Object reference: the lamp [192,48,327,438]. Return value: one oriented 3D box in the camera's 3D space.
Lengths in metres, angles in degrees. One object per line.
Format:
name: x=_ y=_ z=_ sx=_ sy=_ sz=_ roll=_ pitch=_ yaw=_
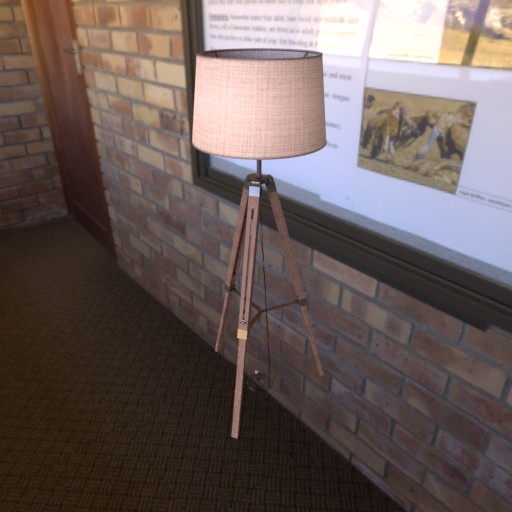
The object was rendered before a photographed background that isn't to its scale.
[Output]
lamp: x=0.000 y=0.000 z=1.816 sx=0.604 sy=1.510 sz=0.587 roll=8 pitch=30 yaw=15
